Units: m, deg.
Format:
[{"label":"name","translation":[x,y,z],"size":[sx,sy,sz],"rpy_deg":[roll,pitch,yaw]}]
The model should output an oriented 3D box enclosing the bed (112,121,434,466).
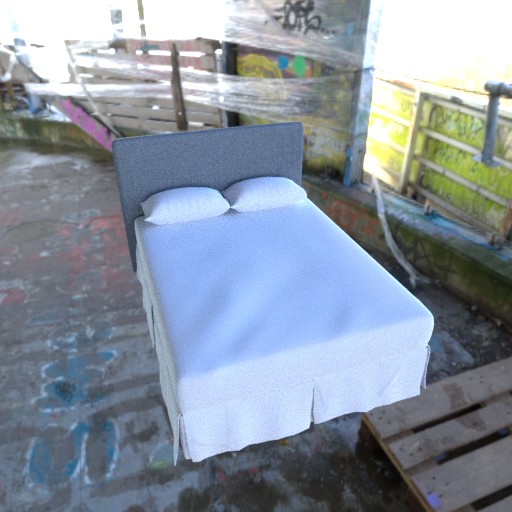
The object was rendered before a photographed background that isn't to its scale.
[{"label":"bed","translation":[0.000,0.000,3.253],"size":[1.723,1.330,2.142],"rpy_deg":[-10,33,-16]}]
